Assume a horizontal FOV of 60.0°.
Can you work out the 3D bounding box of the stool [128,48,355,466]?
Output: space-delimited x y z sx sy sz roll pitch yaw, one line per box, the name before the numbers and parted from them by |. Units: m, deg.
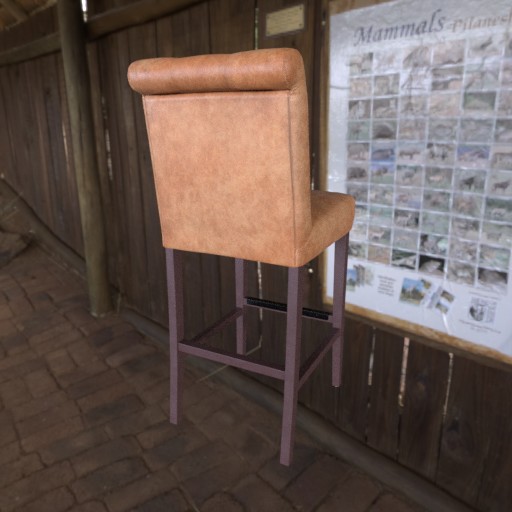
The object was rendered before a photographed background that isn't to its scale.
stool | 0.000 0.000 1.433 0.493 1.140 0.601 8 18 26
